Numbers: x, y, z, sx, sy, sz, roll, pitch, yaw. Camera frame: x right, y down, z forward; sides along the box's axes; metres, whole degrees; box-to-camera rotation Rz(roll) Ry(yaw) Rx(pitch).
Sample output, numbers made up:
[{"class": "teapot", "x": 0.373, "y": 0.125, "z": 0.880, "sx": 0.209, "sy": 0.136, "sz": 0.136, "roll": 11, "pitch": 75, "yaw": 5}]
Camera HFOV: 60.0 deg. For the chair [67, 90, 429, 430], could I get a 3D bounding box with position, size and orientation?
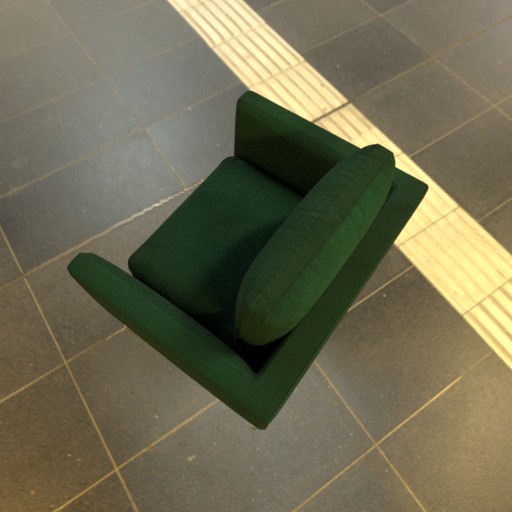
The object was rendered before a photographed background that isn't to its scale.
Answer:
[{"class": "chair", "x": 0.000, "y": 0.000, "z": 1.785, "sx": 0.852, "sy": 0.997, "sz": 1.047, "roll": 33, "pitch": 68, "yaw": 16}]
